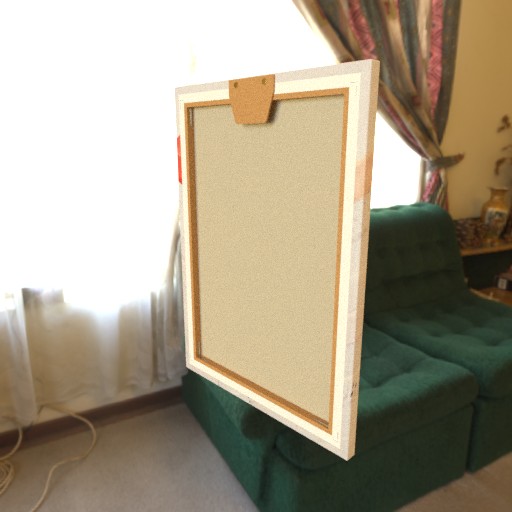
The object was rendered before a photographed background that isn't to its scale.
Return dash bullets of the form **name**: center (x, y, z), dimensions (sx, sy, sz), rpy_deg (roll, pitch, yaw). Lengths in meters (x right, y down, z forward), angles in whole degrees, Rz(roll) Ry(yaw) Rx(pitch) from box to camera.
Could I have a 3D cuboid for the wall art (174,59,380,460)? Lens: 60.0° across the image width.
- **wall art**: center (0.000, 0.000, 1.119), dimensions (0.036, 0.848, 0.613), rpy_deg (-14, 20, -43)
